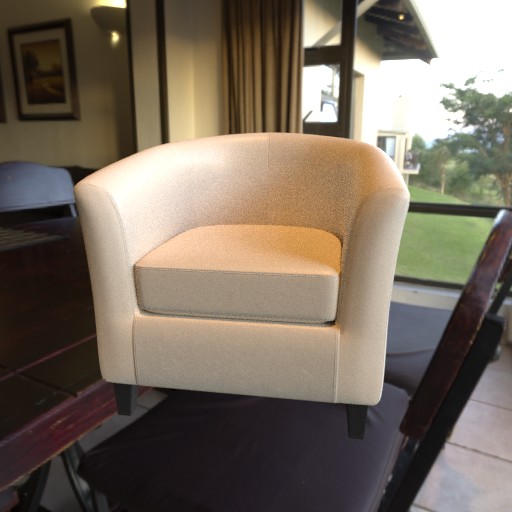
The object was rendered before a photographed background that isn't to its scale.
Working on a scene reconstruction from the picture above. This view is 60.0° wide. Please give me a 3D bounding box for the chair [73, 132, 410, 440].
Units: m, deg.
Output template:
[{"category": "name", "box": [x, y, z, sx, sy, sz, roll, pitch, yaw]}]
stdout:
[{"category": "chair", "box": [0.000, 0.000, 1.383, 0.792, 0.756, 0.727, 2, 14, 9]}]
